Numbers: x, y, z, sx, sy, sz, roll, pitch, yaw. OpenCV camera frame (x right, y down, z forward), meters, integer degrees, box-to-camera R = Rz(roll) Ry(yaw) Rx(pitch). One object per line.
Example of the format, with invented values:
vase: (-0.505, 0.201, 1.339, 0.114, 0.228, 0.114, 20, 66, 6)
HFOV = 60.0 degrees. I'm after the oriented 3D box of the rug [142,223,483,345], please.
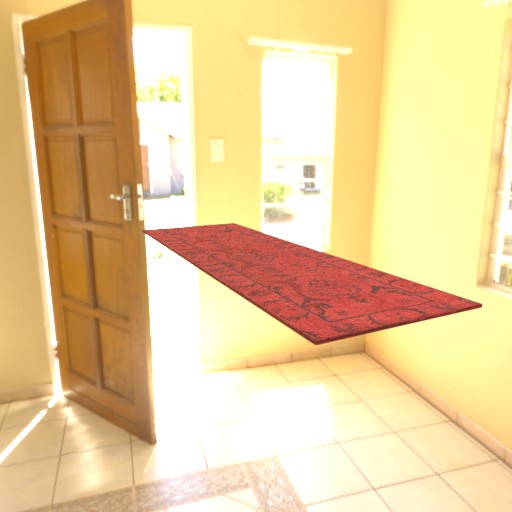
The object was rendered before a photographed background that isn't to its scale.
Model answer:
rug: (0.000, 0.000, 2.661, 0.813, 0.018, 2.439, -6, 14, -26)
